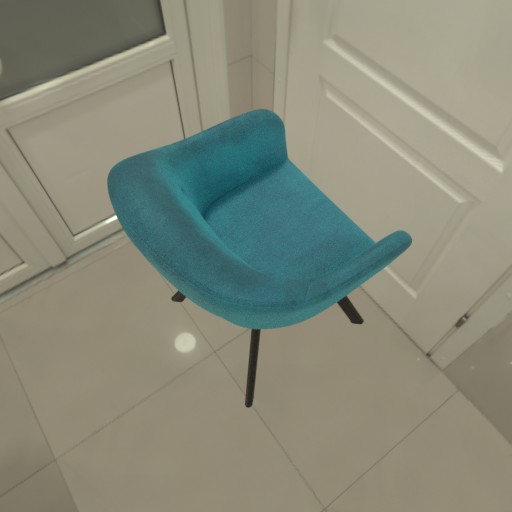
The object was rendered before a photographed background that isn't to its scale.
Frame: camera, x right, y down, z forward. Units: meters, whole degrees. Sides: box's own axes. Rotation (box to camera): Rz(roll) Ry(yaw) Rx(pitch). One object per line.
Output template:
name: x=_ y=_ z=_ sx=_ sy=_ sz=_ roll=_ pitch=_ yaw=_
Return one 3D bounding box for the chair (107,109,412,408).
chair: x=0.000 y=0.000 z=1.169 sx=0.570 sy=0.780 sz=0.540 roll=-32 pitch=63 yaw=-18
